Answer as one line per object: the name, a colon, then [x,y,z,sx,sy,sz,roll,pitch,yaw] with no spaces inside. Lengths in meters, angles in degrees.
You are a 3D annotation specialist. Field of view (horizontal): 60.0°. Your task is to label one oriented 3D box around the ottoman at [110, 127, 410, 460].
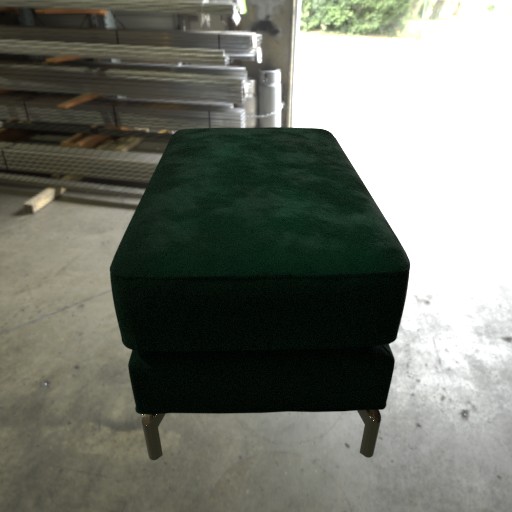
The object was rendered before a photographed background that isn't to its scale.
ottoman: [0.000,0.000,1.225,0.536,0.533,0.886,-1,31,-1]
